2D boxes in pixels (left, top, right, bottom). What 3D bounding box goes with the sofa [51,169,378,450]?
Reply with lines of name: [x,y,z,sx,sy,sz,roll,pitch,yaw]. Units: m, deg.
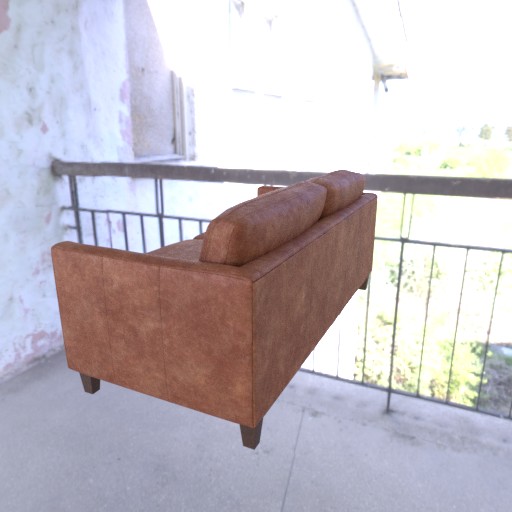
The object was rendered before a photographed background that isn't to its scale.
sofa: [0.000,0.000,2.452,0.923,0.863,1.971,8,18,25]
